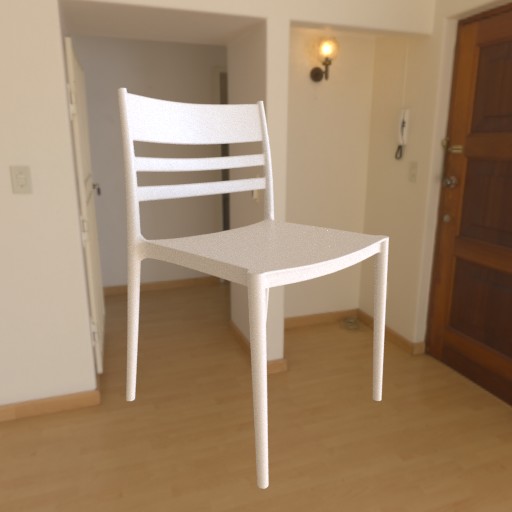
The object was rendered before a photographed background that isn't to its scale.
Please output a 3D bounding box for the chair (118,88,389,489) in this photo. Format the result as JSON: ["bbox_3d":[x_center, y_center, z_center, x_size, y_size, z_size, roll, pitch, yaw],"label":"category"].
[{"bbox_3d":[0.000,0.000,1.126,0.531,0.800,0.511,-14,20,-43],"label":"chair"}]
